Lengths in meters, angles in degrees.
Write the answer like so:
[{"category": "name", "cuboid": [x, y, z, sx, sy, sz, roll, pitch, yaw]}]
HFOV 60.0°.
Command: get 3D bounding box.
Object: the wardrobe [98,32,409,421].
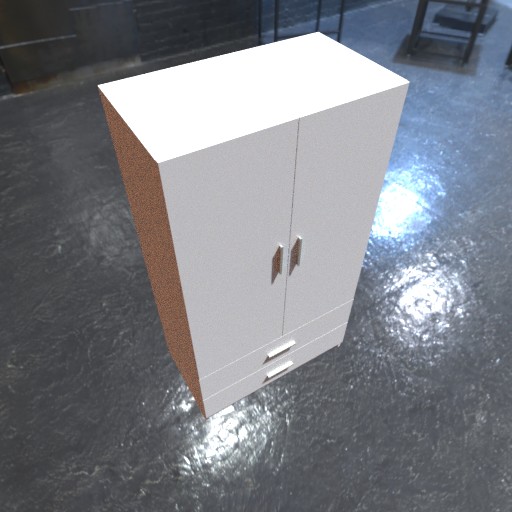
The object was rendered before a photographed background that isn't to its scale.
[{"category": "wardrobe", "cuboid": [0.000, 0.000, 2.263, 0.991, 1.808, 0.577, -24, 51, -21]}]
